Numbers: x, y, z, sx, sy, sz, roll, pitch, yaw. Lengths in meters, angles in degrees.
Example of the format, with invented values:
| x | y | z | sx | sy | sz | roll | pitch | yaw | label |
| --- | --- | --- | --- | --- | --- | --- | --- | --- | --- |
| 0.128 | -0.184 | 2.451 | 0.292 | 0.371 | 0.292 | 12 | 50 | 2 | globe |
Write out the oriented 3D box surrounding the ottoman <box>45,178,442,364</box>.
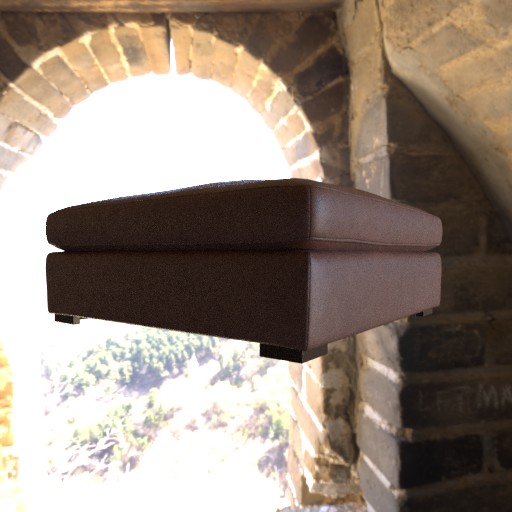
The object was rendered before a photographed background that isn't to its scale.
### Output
| x | y | z | sx | sy | sz | roll | pitch | yaw | label |
| --- | --- | --- | --- | --- | --- | --- | --- | --- | --- |
| 0.000 | 0.000 | 1.765 | 1.168 | 0.490 | 1.168 | 0 | 0 | 37 | ottoman |
